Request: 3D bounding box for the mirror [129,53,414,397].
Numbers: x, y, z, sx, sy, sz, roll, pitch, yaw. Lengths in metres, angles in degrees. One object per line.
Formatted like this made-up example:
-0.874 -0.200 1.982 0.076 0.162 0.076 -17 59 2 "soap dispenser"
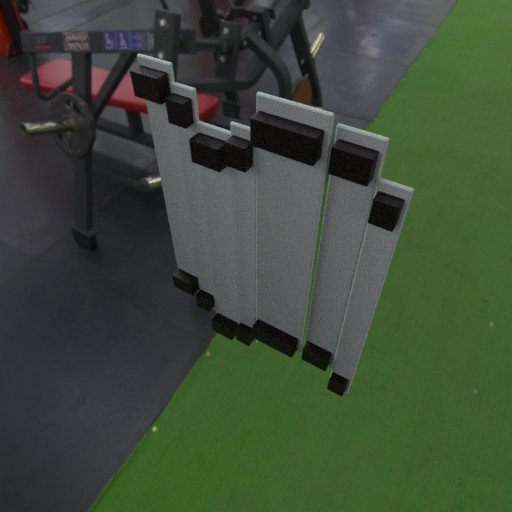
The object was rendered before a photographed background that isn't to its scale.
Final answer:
0.000 0.000 0.787 0.445 0.611 0.058 24 51 21 "mirror"
